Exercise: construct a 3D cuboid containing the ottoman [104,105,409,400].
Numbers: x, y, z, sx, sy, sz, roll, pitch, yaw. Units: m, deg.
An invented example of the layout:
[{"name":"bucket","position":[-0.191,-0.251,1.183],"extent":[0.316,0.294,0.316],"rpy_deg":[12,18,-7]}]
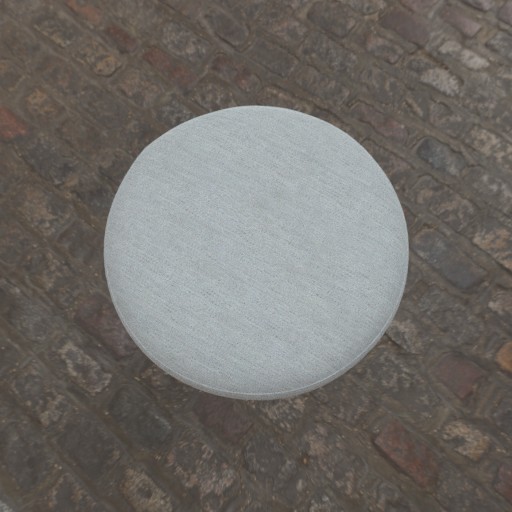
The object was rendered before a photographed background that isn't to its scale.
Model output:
[{"name":"ottoman","position":[0.000,0.000,1.254],"extent":[0.769,0.459,0.769],"rpy_deg":[0,74,0]}]
